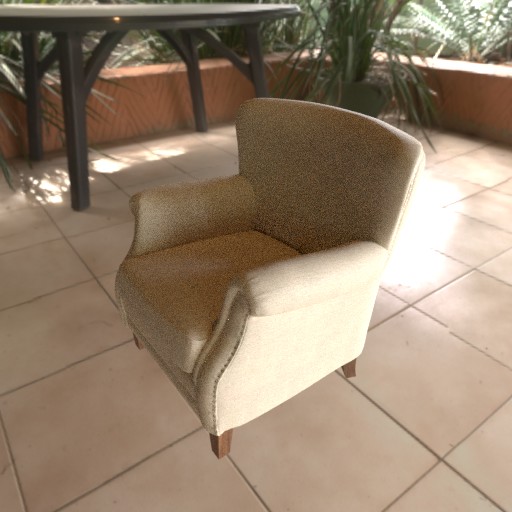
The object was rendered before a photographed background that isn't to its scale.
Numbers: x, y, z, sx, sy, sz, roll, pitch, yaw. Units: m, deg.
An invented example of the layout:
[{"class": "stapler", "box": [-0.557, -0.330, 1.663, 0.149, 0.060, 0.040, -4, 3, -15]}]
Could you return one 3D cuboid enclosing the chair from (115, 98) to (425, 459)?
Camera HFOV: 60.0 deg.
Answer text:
[{"class": "chair", "box": [0.000, 0.000, 1.623, 0.921, 0.936, 0.861, -21, 37, -31]}]
